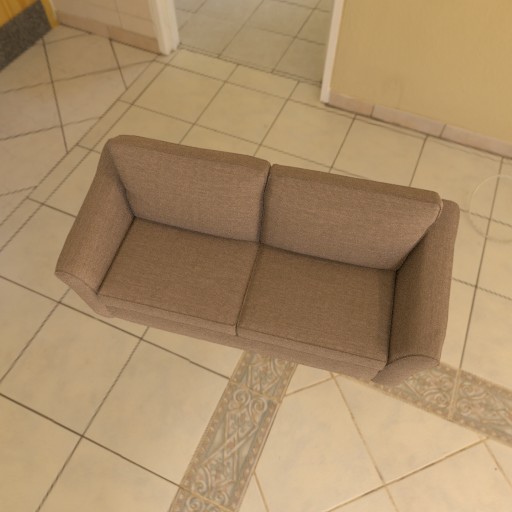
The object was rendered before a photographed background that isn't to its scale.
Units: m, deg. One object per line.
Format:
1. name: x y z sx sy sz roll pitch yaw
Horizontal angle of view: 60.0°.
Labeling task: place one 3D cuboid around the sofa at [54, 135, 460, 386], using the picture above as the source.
1. sofa: 0.000 0.000 2.758 2.270 0.965 0.980 12 59 7
